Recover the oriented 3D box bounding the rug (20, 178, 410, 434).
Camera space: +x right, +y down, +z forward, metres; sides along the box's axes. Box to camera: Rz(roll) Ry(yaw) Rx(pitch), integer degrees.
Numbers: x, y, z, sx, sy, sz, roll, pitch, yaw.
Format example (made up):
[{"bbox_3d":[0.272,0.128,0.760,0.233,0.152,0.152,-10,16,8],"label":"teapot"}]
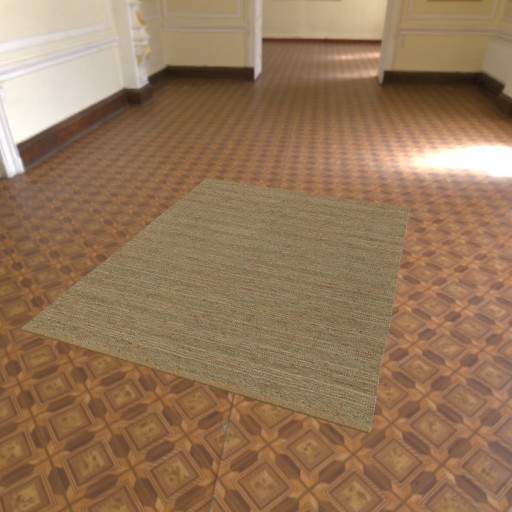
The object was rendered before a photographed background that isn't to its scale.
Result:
[{"bbox_3d":[0.000,0.000,3.997,2.471,0.012,3.034,11,33,17],"label":"rug"}]
